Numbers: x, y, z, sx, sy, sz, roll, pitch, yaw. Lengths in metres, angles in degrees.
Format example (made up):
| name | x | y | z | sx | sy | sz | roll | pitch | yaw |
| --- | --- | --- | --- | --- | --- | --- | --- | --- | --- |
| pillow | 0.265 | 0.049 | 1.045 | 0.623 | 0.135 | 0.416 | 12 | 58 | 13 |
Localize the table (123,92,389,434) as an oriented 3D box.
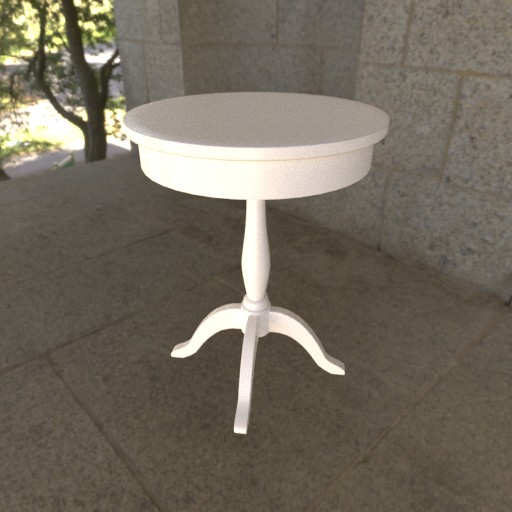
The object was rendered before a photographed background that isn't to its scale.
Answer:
| name | x | y | z | sx | sy | sz | roll | pitch | yaw |
| --- | --- | --- | --- | --- | --- | --- | --- | --- | --- |
| table | 0.000 | 0.000 | 1.037 | 0.513 | 0.653 | 0.513 | 0 | 29 | 0 |
